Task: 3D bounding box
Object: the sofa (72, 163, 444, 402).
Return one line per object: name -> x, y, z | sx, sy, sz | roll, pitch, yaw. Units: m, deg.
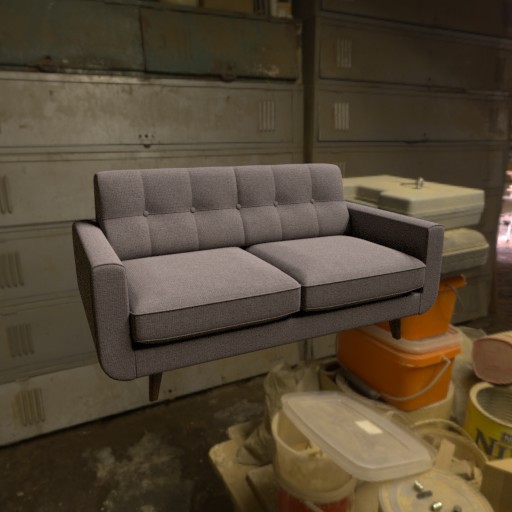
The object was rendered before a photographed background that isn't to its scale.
sofa -> 0.000, 0.000, 2.207 | 1.631, 0.841, 0.909 | -7, 17, -25
